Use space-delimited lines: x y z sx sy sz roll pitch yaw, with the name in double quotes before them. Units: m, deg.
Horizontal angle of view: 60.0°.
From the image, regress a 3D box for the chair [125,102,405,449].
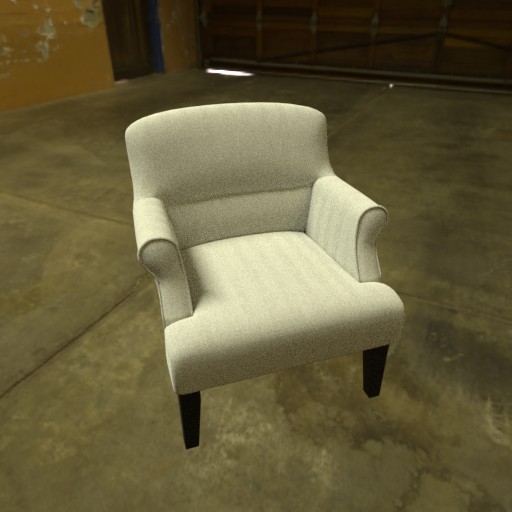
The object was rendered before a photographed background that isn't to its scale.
"chair" 0.000 0.000 1.512 0.781 0.875 0.750 -9 31 -16
